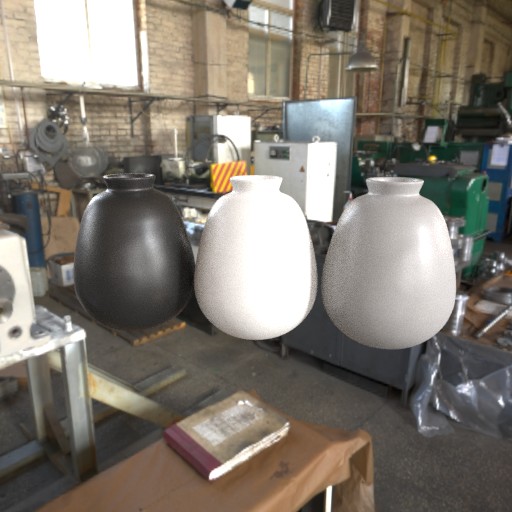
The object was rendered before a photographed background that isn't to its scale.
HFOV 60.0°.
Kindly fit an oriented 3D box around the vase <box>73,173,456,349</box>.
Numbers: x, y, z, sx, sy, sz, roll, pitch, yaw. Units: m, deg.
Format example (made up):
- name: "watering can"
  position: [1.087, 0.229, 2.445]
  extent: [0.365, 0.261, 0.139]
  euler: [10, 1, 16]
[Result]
- name: "vase"
  position: [0.000, 0.000, 0.347]
  extent: [0.297, 0.122, 0.097]
  euler: [2, 15, 9]
